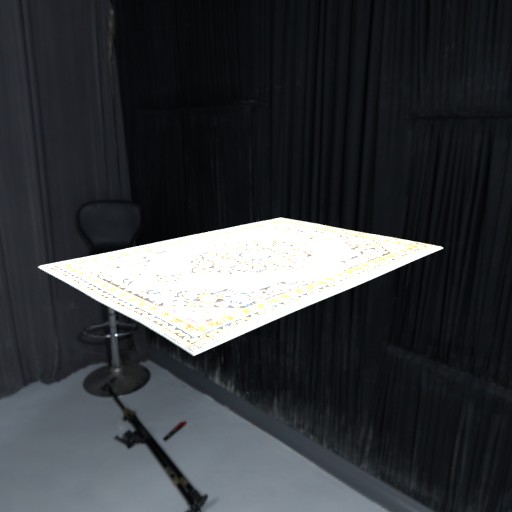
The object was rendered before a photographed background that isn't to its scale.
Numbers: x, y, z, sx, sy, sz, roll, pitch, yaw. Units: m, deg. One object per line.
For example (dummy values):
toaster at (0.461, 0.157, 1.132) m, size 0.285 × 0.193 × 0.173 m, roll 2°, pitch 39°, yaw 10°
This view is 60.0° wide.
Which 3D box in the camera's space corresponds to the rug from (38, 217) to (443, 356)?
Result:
rug at (0.000, 0.000, 3.834) m, size 2.901 × 0.026 × 2.043 m, roll -15°, pitch 22°, yaw -43°
